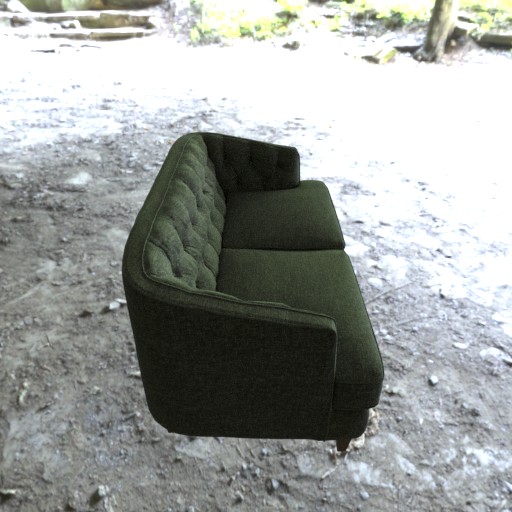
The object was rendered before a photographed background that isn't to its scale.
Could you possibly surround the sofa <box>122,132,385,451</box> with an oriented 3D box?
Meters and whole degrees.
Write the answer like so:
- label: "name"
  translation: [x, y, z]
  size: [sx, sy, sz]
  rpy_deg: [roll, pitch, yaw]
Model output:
- label: "sofa"
  translation: [0.000, 0.000, 2.256]
  size: [0.941, 0.855, 1.733]
  rpy_deg: [0, 33, 0]
